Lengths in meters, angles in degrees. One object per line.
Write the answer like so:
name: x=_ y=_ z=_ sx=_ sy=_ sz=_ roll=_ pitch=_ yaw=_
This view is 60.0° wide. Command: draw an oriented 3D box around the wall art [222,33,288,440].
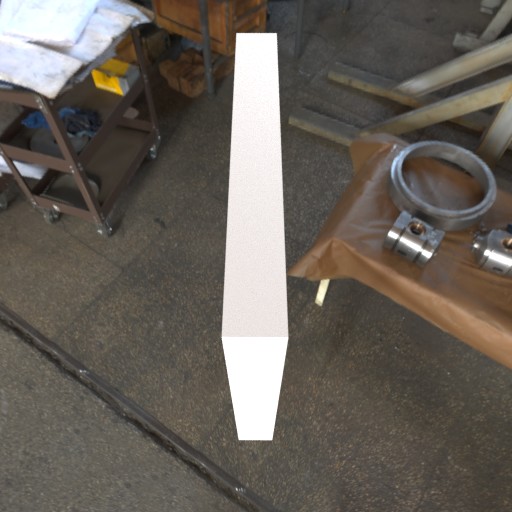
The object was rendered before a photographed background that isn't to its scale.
wall art: x=0.000 y=0.000 z=0.461 sx=0.038 sy=0.302 sz=0.305 roll=0 pitch=57 yaw=0
